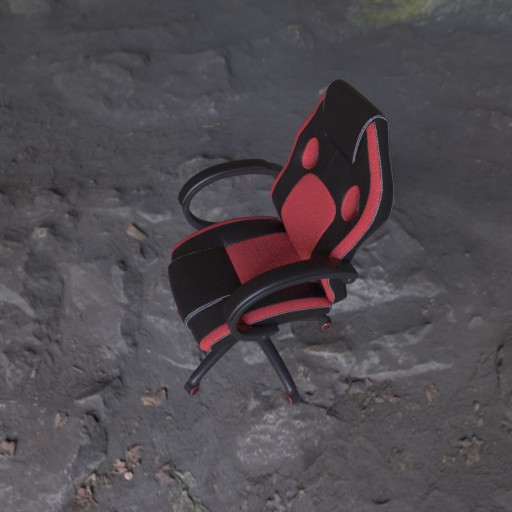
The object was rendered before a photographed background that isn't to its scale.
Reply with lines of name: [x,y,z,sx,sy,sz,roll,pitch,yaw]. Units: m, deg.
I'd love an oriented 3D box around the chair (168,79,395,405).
chair: [0.000,0.000,1.731,0.783,1.189,0.750,-15,48,-14]
